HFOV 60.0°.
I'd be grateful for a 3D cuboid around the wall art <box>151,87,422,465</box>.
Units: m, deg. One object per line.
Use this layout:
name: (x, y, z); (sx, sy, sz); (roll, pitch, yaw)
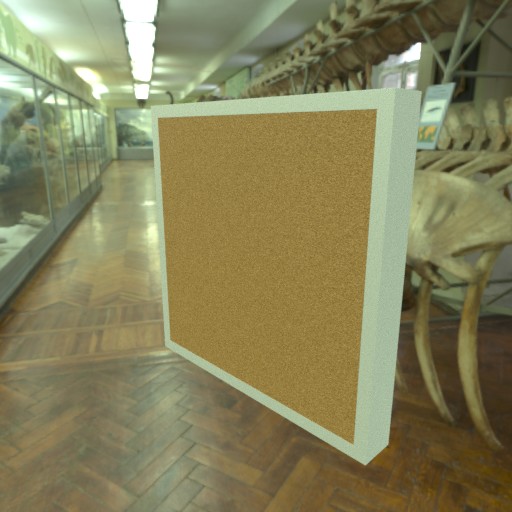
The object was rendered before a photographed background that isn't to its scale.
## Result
wall art: (0.000, 0.000, 0.454); (0.038, 0.302, 0.305); (-15, 21, -42)
